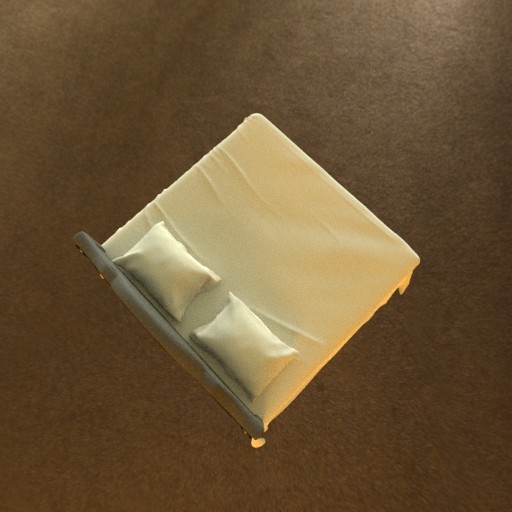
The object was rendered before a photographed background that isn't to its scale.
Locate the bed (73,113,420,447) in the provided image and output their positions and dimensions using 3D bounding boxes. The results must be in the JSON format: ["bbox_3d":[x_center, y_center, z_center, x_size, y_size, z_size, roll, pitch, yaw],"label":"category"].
[{"bbox_3d":[0.000,0.000,3.697,2.222,1.631,2.303,-43,79,-11],"label":"bed"}]
